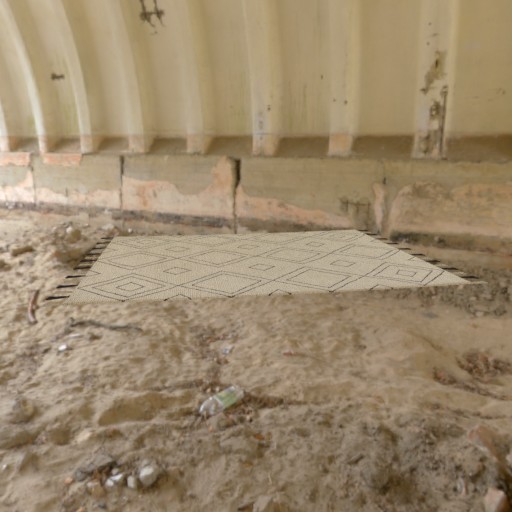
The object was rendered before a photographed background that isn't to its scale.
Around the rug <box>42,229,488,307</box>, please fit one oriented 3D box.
[{"bbox_3d":[0.000,0.000,4.234,3.221,0.026,2.342,-2,14,-9],"label":"rug"}]
